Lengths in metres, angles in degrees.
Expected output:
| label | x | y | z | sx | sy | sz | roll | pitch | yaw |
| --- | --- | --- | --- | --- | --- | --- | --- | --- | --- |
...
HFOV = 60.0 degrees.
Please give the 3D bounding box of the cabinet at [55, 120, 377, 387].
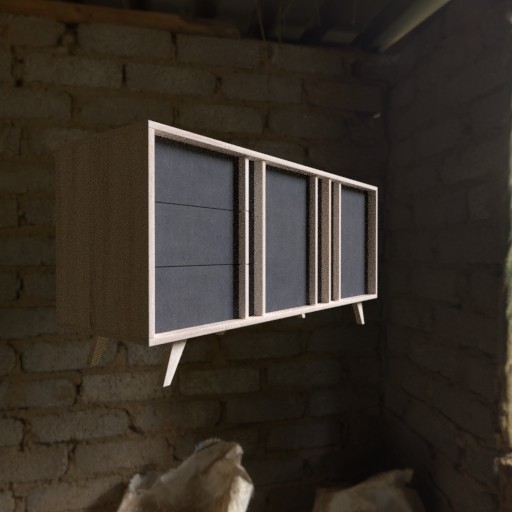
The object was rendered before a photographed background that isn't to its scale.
| label | x | y | z | sx | sy | sz | roll | pitch | yaw |
| --- | --- | --- | --- | --- | --- | --- | --- | --- | --- |
| cabinet | 0.000 | 0.000 | 2.052 | 0.500 | 0.780 | 1.650 | 0 | 1 | 37 |
